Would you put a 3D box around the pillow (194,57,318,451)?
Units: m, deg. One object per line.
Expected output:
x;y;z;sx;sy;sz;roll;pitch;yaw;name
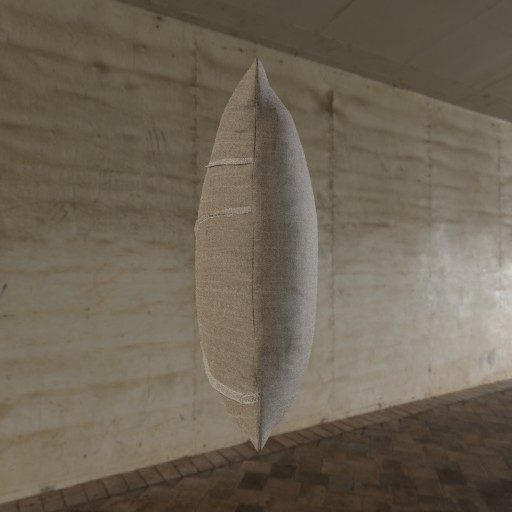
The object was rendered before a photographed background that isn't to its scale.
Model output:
0.000;0.000;0.648;0.169;0.400;0.424;0;-1;1;pillow
